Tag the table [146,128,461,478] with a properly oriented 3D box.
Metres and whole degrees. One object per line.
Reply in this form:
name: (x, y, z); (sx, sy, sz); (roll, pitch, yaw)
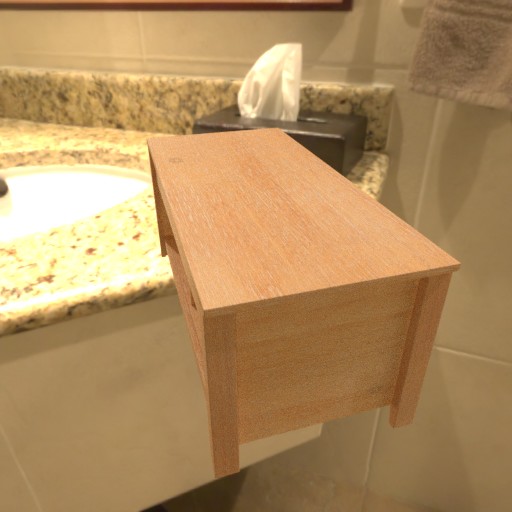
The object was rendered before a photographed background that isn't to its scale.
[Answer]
table: (0.000, 0.000, 1.292); (0.483, 0.457, 1.016); (-9, 32, -15)
